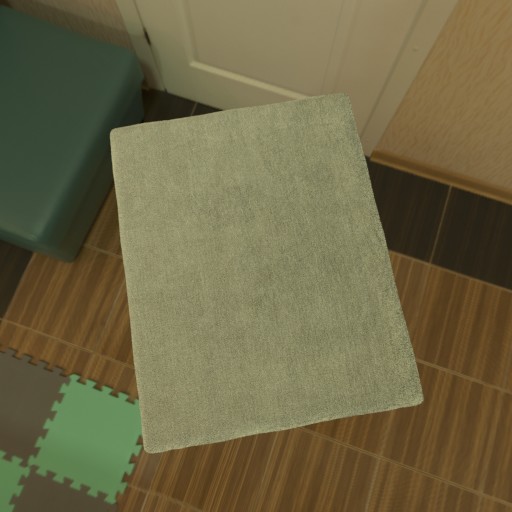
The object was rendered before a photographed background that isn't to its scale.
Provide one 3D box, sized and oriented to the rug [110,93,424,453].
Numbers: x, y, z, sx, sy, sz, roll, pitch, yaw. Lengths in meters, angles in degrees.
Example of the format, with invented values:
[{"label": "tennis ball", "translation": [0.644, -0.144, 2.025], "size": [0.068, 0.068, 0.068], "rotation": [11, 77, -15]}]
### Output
[{"label": "rug", "translation": [0.000, 0.000, 3.911], "size": [2.332, 0.027, 2.933], "rotation": [-10, 77, -2]}]
